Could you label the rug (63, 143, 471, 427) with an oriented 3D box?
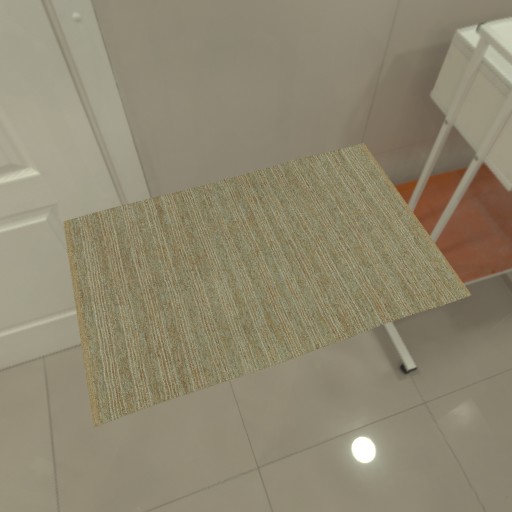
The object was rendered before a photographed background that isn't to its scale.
[{"bbox_3d":[0.000,0.000,3.070,2.448,0.012,1.540,-17,58,-11],"label":"rug"}]
